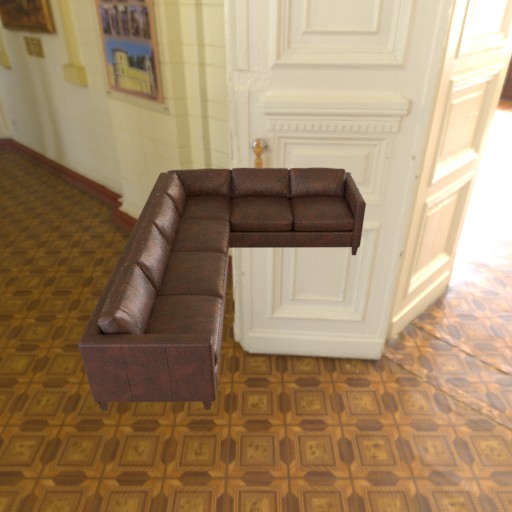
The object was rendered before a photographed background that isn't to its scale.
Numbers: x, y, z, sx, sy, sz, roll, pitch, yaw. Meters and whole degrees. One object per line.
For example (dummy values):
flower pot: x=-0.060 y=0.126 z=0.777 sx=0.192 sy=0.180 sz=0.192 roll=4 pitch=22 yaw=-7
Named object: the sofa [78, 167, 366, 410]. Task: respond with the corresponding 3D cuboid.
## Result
sofa: x=0.000 y=0.000 z=4.448 sx=2.438 sy=0.836 sz=3.152 roll=0 pitch=32 yaw=0
